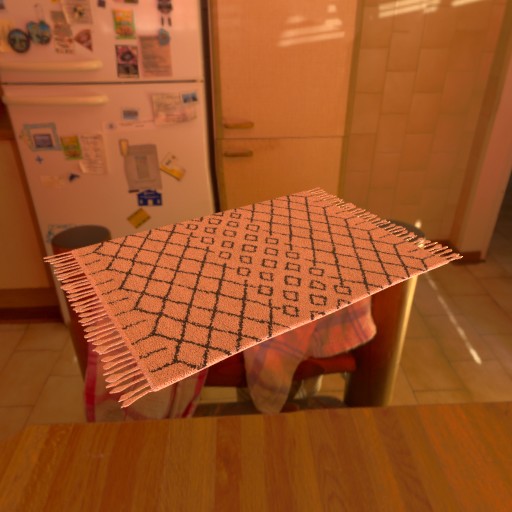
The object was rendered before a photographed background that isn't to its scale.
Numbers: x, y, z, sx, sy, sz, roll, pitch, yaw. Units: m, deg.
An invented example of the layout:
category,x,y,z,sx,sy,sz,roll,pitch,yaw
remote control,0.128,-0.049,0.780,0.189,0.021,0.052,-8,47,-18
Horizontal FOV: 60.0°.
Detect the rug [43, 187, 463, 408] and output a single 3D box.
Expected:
category,x,y,z,sx,sy,sz,roll,pitch,yaw
rug,0.000,0.000,3.230,2.615,0.029,1.664,-18,34,-28
